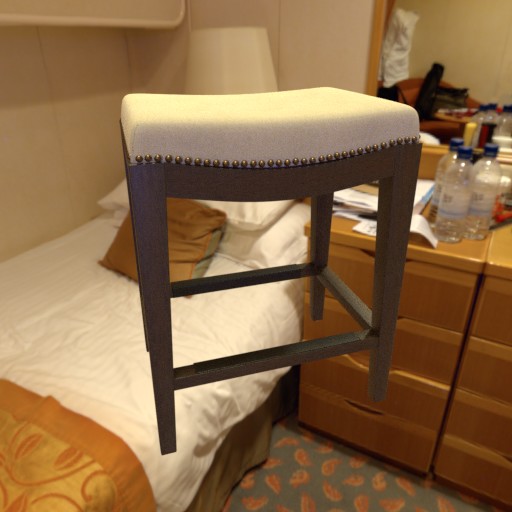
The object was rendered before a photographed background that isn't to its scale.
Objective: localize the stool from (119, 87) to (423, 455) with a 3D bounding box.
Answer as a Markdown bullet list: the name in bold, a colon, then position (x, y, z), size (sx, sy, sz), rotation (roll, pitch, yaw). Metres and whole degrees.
- **stool**: position (0.000, 0.000, 0.948), size (0.500, 0.642, 0.361), rotation (-8, 28, -15)
